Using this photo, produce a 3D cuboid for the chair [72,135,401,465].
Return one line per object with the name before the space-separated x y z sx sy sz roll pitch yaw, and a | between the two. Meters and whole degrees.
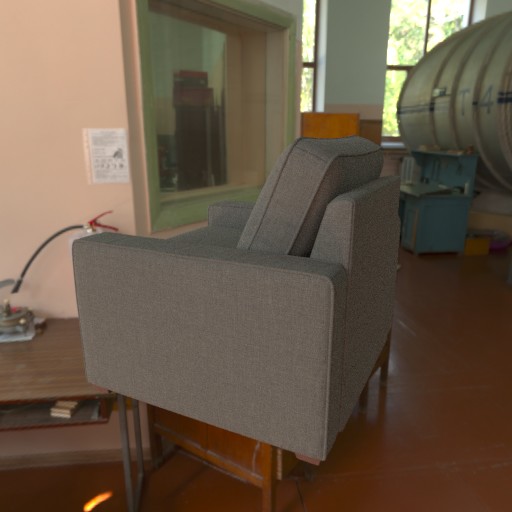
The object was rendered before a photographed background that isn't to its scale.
chair | 0.000 0.000 1.744 0.940 0.919 1.017 8 17 26
